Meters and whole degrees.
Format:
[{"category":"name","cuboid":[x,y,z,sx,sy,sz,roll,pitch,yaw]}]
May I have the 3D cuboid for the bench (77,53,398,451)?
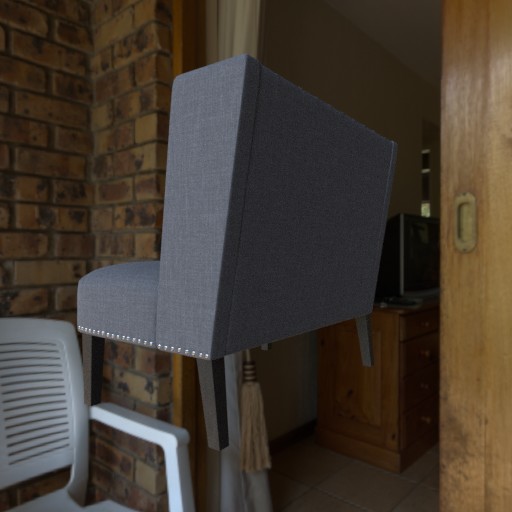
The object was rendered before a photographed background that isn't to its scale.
[{"category":"bench","cuboid":[0.000,0.000,1.954,0.842,1.121,1.276,0,1,36]}]
